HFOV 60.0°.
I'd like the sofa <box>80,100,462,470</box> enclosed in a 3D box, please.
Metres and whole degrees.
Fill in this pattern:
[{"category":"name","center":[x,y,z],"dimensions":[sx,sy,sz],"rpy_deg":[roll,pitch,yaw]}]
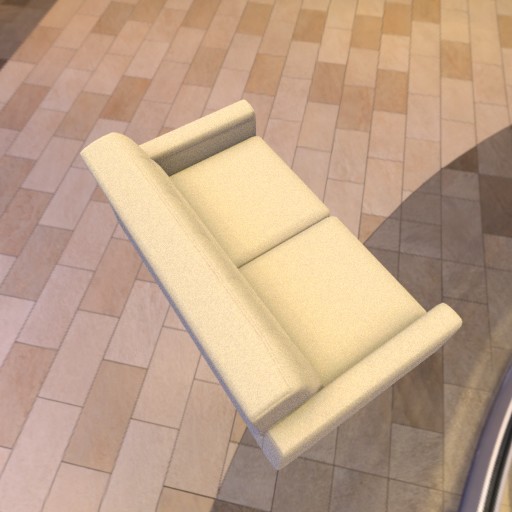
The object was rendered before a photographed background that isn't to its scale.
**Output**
[{"category":"sofa","center":[0.000,0.000,2.162],"dimensions":[0.980,0.892,1.655],"rpy_deg":[-30,63,-17]}]
